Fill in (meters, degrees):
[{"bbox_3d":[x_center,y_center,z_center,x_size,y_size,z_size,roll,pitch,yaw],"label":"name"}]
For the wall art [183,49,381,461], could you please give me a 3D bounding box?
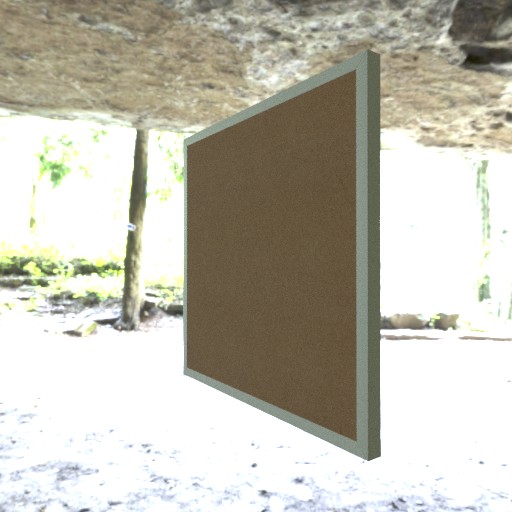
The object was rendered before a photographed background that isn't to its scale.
[{"bbox_3d":[0.000,0.000,1.136,0.036,0.760,0.760,0,0,-36],"label":"wall art"}]
